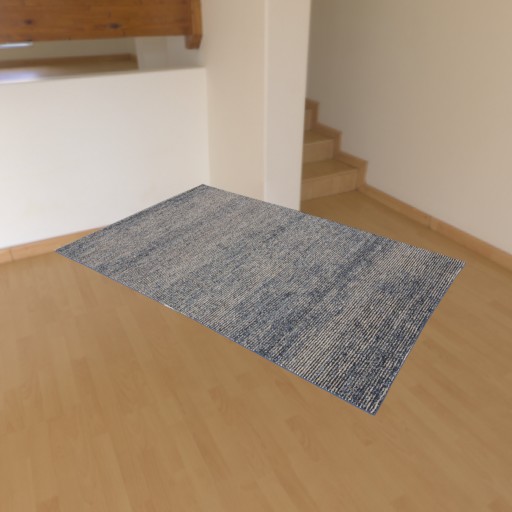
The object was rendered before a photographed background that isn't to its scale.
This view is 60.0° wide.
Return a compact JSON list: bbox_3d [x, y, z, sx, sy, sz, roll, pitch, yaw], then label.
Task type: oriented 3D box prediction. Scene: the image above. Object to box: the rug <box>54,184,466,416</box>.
[{"bbox_3d":[0.000,0.000,2.277,1.793,0.025,1.159,21,37,31],"label":"rug"}]
